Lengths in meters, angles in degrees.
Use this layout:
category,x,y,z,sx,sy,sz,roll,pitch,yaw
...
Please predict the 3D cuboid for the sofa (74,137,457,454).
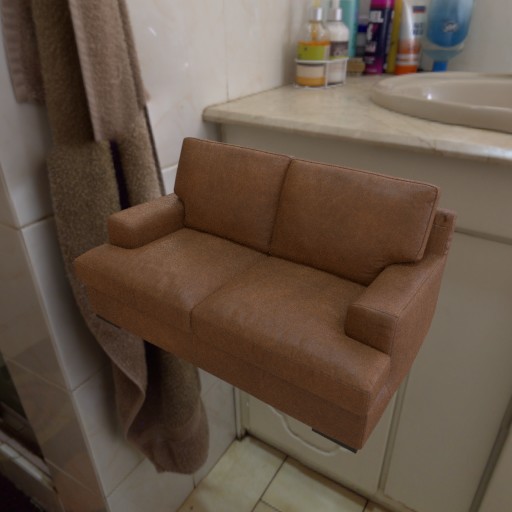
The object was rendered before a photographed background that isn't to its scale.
category,x,y,z,sx,sy,sz,roll,pitch,yaw
sofa,0.000,0.000,2.498,1.880,0.966,1.144,19,34,29
